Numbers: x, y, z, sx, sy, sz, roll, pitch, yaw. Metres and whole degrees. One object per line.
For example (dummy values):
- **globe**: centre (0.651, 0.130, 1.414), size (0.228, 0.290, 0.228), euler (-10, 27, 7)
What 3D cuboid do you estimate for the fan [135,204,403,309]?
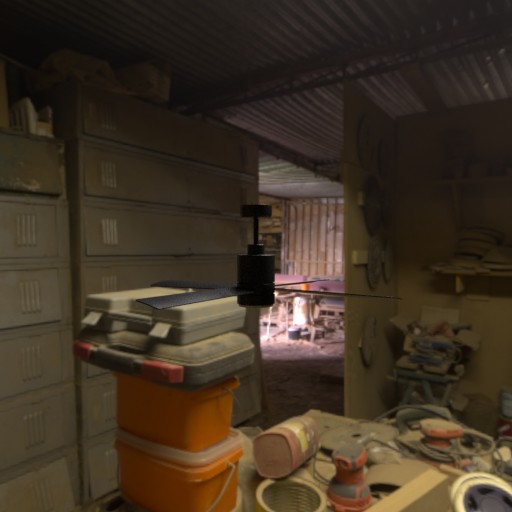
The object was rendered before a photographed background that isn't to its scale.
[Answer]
- **fan**: centre (0.000, 0.000, 2.370), size (1.525, 0.534, 1.525), euler (1, 1, 36)
